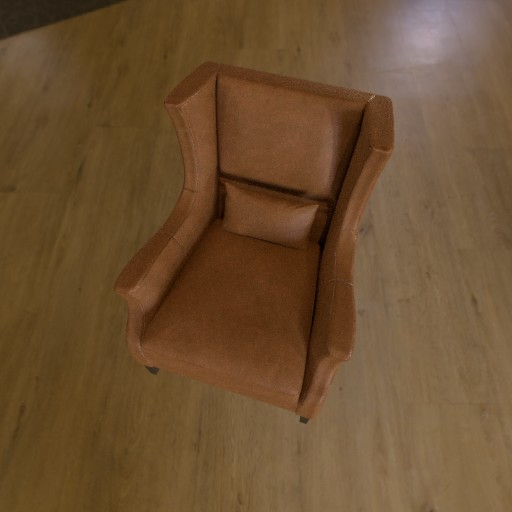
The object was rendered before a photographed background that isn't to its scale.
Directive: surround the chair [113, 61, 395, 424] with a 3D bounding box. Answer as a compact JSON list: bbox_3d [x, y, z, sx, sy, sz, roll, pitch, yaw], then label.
[{"bbox_3d":[0.000,0.000,1.718,0.852,1.016,0.925,15,59,9],"label":"chair"}]
